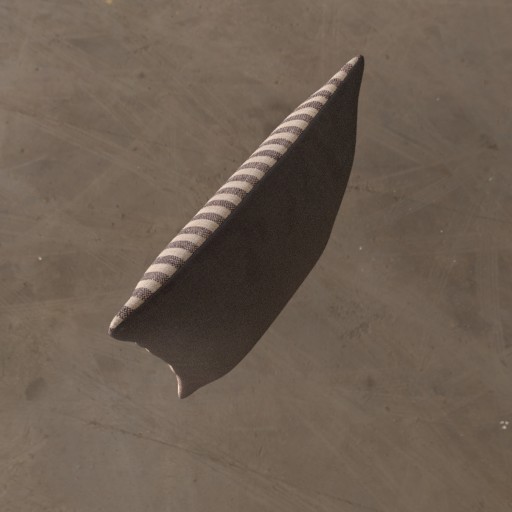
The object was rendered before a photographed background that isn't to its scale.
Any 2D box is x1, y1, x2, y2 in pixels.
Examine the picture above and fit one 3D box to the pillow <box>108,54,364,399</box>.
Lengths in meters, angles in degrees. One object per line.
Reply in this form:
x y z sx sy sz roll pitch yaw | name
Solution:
0.000 0.000 0.776 0.166 0.506 0.523 33 68 15 | pillow
